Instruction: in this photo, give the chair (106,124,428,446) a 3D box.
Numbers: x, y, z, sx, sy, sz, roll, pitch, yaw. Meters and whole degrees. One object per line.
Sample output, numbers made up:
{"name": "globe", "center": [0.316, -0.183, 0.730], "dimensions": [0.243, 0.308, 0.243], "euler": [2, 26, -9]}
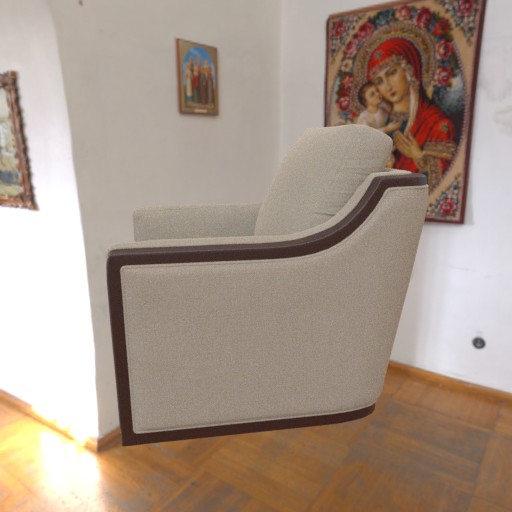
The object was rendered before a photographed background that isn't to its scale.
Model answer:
{"name": "chair", "center": [0.000, 0.000, 1.649], "dimensions": [0.950, 0.930, 0.870], "euler": [-2, 15, -9]}
